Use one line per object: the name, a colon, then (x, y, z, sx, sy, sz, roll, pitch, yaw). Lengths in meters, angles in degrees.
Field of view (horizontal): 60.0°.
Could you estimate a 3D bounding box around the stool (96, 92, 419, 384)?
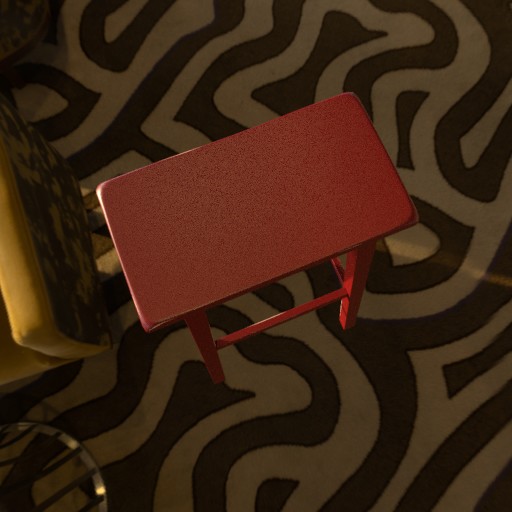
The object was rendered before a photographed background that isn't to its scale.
stool: (0.000, 0.000, 1.032, 0.457, 0.737, 0.476, -22, 78, -5)
